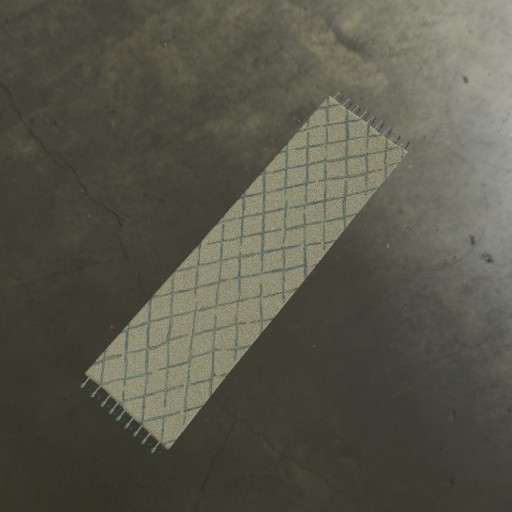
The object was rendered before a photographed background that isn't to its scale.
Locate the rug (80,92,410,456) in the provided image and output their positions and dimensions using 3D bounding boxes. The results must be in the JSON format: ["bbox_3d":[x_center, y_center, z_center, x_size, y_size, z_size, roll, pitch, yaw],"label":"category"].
[{"bbox_3d":[0.000,0.000,2.610,0.620,0.008,2.372,38,79,9],"label":"rug"}]
